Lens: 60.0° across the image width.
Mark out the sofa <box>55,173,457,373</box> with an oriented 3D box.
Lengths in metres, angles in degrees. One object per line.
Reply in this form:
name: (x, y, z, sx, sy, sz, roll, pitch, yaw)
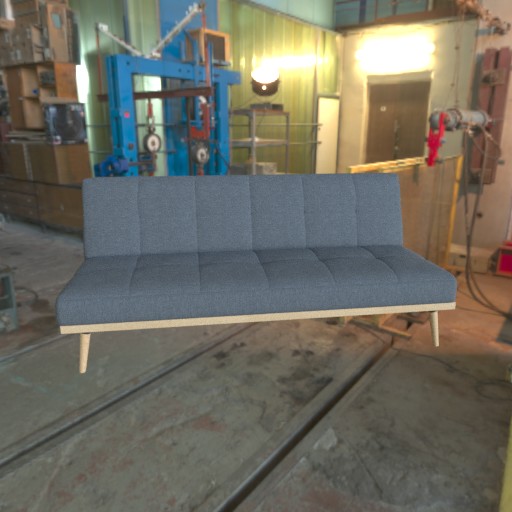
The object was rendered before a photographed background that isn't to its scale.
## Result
sofa: (0.000, 0.000, 2.307, 1.820, 0.770, 0.820, -2, 17, -8)
